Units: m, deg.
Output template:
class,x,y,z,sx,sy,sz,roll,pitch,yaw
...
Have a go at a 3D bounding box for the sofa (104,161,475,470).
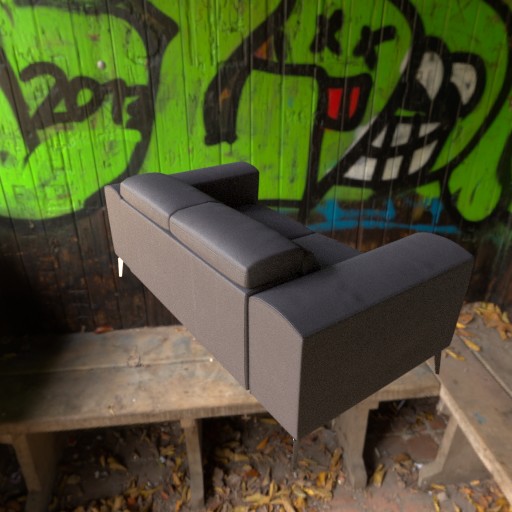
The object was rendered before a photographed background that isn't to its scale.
class,x,y,z,sx,sy,sz,roll,pitch,yaw
sofa,0.000,0.000,2.418,1.003,0.779,1.895,-18,32,-31
